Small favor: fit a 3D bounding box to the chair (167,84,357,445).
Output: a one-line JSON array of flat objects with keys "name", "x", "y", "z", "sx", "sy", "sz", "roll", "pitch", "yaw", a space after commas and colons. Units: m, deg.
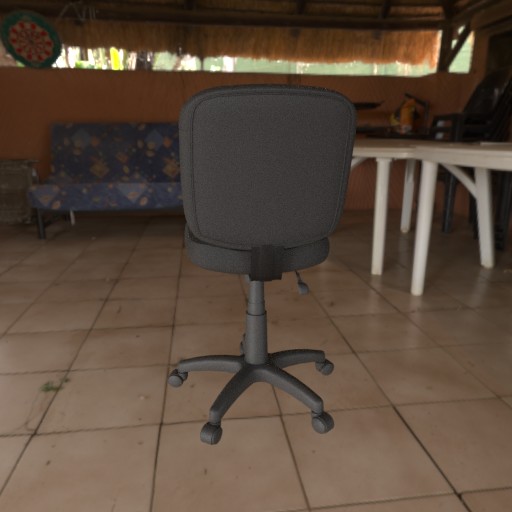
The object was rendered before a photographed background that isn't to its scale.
[{"name": "chair", "x": 0.000, "y": 0.000, "z": 1.411, "sx": 0.610, "sy": 0.972, "sz": 0.610, "roll": -2, "pitch": 15, "yaw": -8}]
